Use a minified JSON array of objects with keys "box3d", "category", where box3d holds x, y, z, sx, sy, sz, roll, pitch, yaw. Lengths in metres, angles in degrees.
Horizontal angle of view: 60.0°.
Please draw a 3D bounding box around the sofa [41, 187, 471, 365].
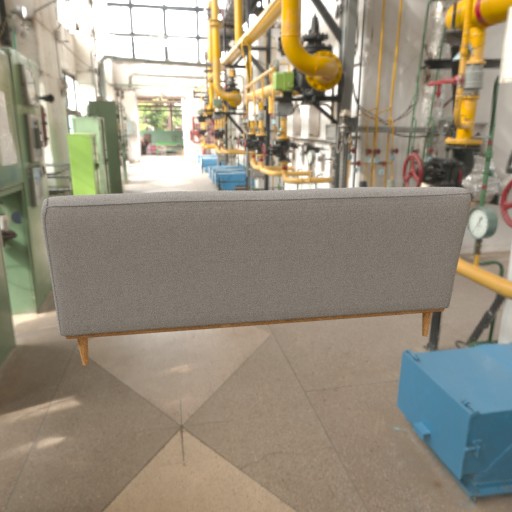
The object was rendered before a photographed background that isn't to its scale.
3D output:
[{"box3d":[0.000,0.000,2.558,2.057,0.871,0.978,-3,16,-10],"category":"sofa"}]
